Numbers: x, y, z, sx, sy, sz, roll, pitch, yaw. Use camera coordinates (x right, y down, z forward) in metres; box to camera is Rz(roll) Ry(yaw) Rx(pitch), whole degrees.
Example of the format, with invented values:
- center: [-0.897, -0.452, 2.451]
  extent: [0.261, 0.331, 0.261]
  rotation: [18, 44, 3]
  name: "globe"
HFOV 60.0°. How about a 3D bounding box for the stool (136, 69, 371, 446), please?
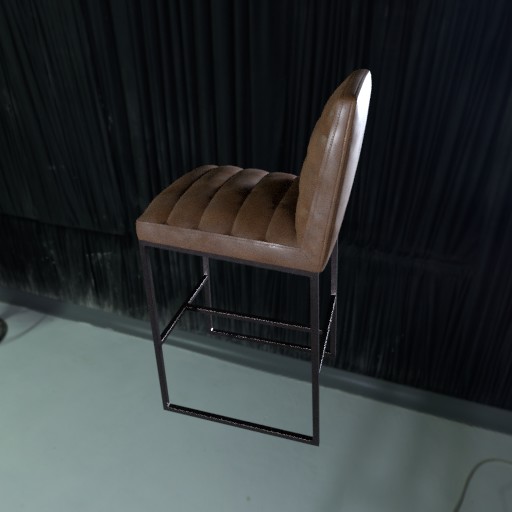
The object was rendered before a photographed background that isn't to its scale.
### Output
- center: [0.000, 0.000, 1.380]
  extent: [0.562, 1.065, 0.463]
  rotation: [8, 31, 14]
  name: "stool"
